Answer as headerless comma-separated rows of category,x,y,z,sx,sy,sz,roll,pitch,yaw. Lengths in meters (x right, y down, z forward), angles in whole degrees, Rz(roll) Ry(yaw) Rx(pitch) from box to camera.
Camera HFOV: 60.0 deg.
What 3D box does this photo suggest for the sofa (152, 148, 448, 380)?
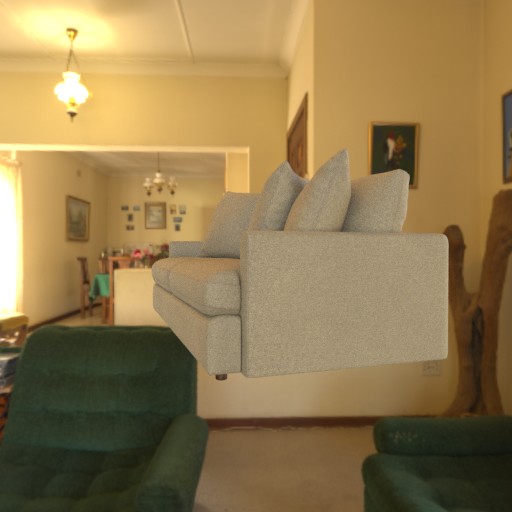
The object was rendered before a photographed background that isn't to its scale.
sofa,0.000,0.000,3.091,1.228,1.084,2.380,0,1,-19
